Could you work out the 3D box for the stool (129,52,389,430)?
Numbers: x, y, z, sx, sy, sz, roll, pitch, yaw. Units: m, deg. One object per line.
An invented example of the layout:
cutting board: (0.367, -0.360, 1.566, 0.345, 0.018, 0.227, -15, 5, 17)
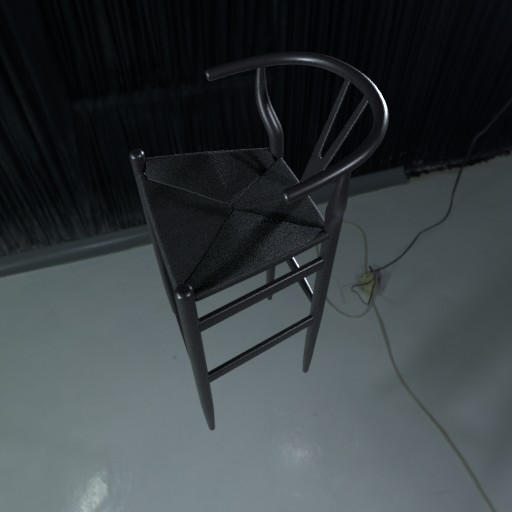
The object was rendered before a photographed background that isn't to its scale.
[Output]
stool: (0.000, 0.000, 1.392, 0.579, 1.072, 0.569, -16, 51, -14)
